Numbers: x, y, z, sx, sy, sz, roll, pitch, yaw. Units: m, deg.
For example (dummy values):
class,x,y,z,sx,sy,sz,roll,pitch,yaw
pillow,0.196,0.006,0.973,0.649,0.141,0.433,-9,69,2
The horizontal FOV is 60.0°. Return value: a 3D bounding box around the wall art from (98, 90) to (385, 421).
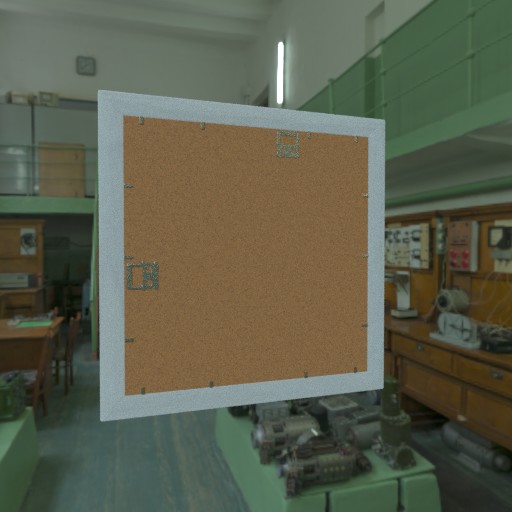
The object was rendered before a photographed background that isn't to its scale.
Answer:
class,x,y,z,sx,sy,sz,roll,pitch,yaw
wall art,0.000,0.000,0.876,0.584,0.584,0.013,0,1,-18
